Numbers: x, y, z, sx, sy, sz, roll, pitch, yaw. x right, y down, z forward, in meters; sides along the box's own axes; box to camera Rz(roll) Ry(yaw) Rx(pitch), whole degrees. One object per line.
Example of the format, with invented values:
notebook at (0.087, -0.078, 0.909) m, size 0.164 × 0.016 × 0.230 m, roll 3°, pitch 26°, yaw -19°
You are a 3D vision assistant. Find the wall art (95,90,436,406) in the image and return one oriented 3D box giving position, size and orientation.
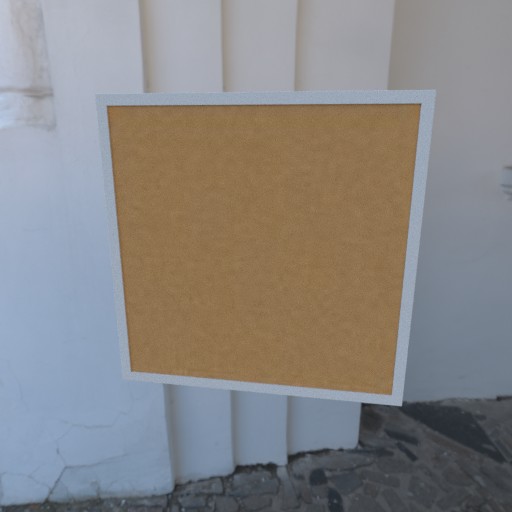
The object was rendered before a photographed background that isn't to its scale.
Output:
wall art at (0.000, 0.000, 0.658) m, size 0.457 × 0.457 × 0.012 m, roll 3°, pitch 17°, yaw 9°
